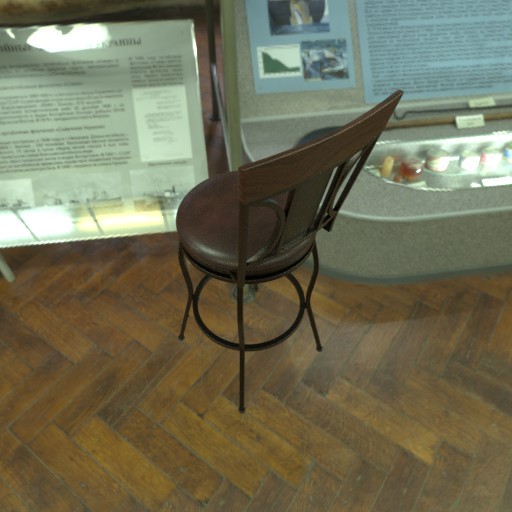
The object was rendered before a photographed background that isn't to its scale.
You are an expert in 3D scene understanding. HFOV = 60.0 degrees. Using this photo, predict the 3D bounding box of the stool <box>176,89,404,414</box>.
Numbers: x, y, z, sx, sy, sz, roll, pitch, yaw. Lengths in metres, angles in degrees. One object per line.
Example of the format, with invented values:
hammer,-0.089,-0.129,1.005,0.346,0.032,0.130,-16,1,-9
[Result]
stool,0.000,0.000,1.399,0.448,1.130,0.513,-31,54,-26
